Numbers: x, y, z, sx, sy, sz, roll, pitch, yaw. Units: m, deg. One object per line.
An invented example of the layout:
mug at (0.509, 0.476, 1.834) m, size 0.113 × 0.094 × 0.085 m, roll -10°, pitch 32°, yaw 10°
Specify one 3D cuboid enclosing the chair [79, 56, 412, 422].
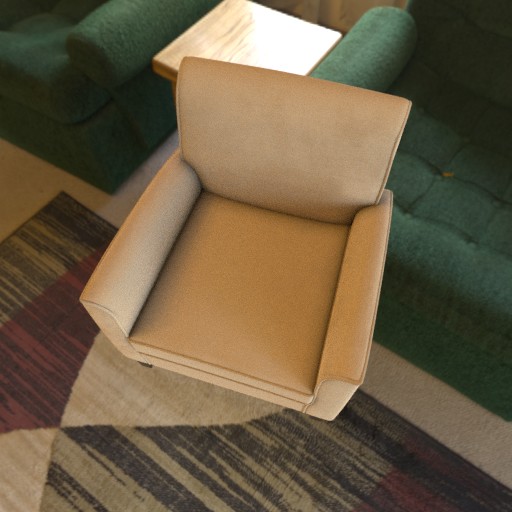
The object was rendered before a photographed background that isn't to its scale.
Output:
chair at (0.000, 0.000, 1.544) m, size 0.820 × 0.915 × 0.821 m, roll 15°, pitch 60°, yaw 9°
